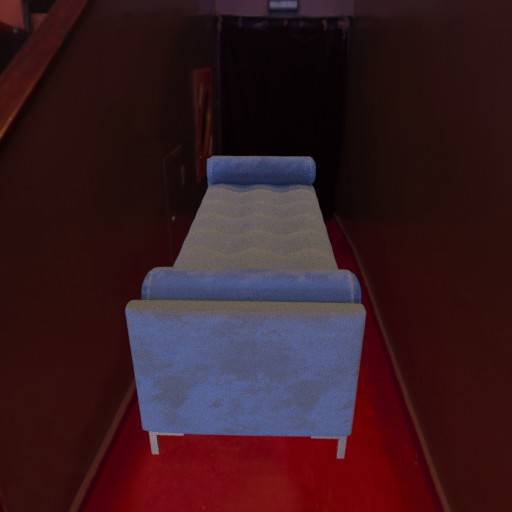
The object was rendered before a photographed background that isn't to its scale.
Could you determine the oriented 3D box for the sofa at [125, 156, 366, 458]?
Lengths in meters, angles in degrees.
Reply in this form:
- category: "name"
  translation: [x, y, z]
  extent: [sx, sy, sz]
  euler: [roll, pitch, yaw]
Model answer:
- category: "sofa"
  translation: [0.000, 0.000, 2.456]
  extent: [0.796, 0.705, 2.102]
  euler: [1, 26, 2]
